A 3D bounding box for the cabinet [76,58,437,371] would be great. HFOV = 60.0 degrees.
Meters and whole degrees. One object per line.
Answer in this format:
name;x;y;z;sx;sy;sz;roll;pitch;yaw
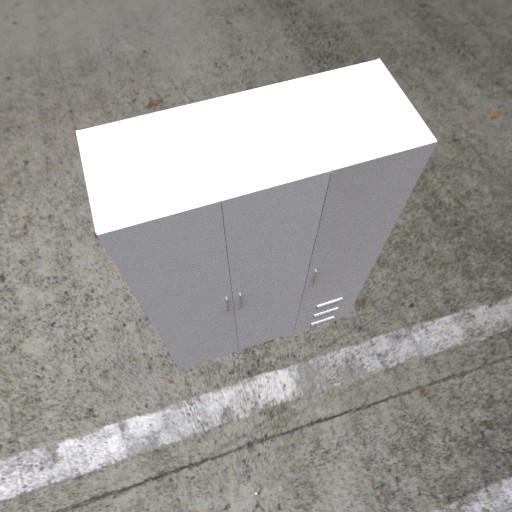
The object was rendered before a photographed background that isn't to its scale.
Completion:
cabinet;0.000;0.000;2.529;1.290;1.910;0.510;-17;63;-9
